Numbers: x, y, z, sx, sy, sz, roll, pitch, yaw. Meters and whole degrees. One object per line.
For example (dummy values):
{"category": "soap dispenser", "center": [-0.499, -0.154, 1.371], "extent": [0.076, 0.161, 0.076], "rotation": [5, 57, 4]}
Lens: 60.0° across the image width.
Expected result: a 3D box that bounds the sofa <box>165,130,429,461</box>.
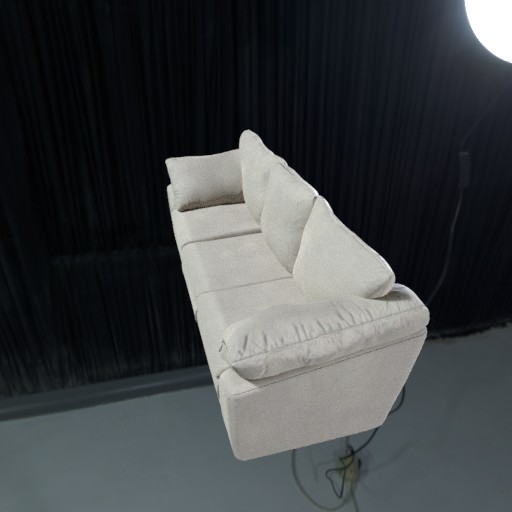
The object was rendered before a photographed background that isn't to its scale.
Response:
{"category": "sofa", "center": [0.000, 0.000, 2.759], "extent": [0.878, 0.996, 2.334], "rotation": [-8, 32, -13]}
